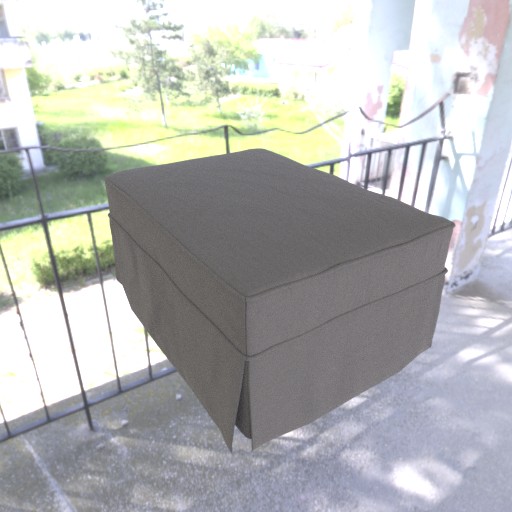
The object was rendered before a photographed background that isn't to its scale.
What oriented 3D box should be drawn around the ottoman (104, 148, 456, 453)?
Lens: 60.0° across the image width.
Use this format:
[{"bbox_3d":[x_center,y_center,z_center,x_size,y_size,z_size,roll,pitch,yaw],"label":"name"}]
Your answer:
[{"bbox_3d":[0.000,0.000,1.379,0.703,0.479,0.944,-17,32,-29],"label":"ottoman"}]
